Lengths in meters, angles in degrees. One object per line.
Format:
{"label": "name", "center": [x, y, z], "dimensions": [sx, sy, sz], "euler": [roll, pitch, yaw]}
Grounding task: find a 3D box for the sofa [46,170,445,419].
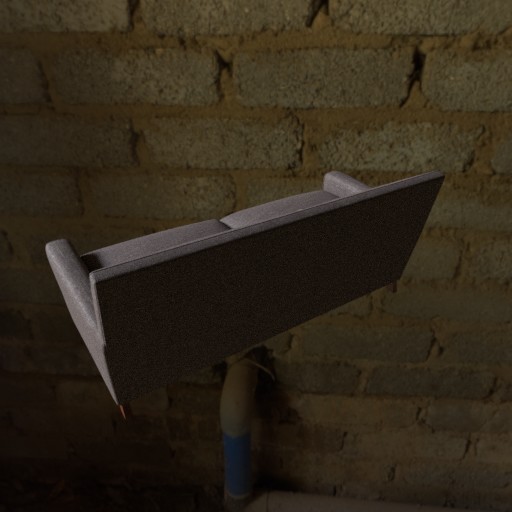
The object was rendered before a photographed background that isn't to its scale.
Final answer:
{"label": "sofa", "center": [0.000, 0.000, 2.465], "dimensions": [1.976, 0.846, 0.875], "euler": [-19, 35, -29]}
